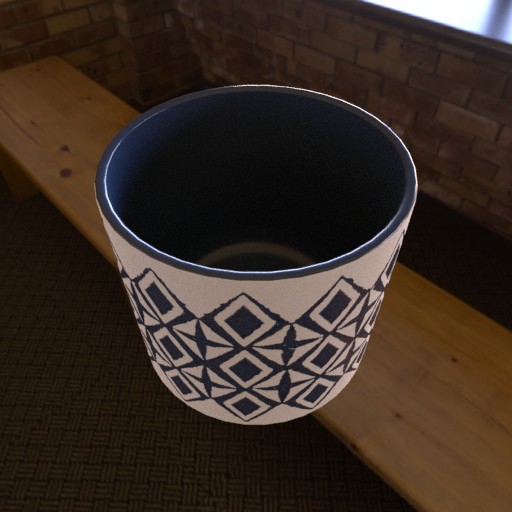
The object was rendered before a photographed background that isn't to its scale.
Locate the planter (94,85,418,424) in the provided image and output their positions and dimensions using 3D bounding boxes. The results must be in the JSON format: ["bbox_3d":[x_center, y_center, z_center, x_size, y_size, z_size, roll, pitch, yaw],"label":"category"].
[{"bbox_3d":[0.000,0.000,0.314,0.182,0.165,0.182,0,47,0],"label":"planter"}]
